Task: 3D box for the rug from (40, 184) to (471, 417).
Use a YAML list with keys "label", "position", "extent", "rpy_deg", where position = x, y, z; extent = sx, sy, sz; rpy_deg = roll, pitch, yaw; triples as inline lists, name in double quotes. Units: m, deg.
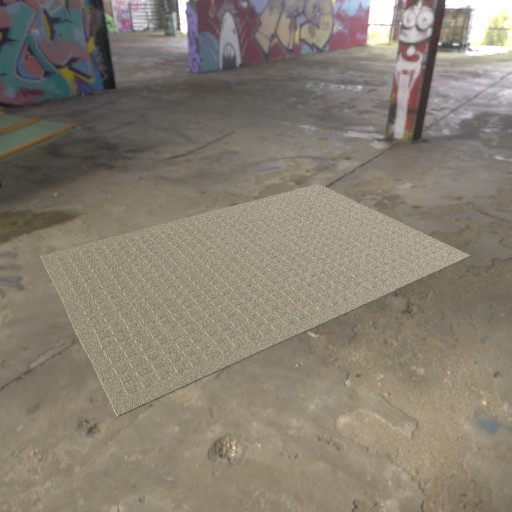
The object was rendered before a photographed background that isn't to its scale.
- label: "rug"
  position: [0.000, 0.000, 2.145]
  extent: [1.747, 0.006, 1.143]
  rpy_deg: [-18, 35, -28]
